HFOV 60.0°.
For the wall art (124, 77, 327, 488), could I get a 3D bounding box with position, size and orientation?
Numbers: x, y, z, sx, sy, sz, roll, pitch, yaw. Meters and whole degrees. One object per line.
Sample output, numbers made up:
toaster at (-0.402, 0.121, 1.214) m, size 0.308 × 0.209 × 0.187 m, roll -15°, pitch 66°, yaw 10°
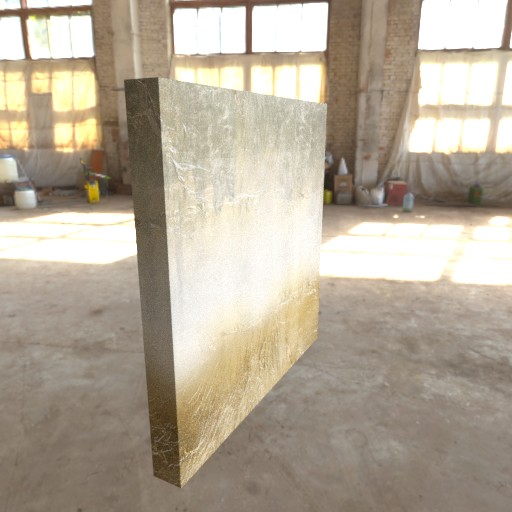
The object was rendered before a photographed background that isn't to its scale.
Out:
wall art at (0.000, 0.000, 0.595) m, size 0.038 × 0.407 × 0.405 m, roll 8°, pitch 18°, yaw 27°
